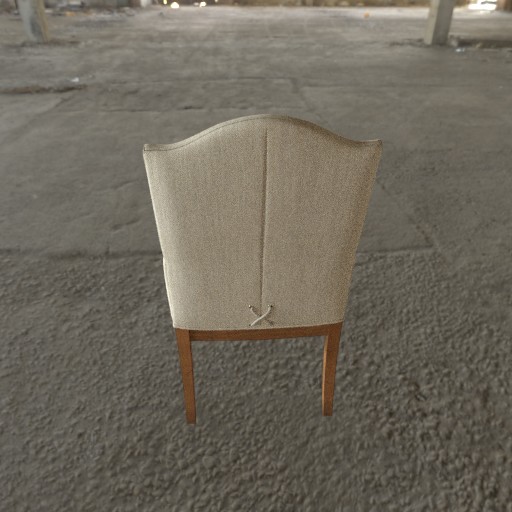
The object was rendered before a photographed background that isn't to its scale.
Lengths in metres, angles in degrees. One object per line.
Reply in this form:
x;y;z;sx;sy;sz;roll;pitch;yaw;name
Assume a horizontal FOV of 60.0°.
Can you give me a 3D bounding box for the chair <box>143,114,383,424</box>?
0.000;0.000;1.386;0.533;1.016;0.641;-2;32;-3;chair
